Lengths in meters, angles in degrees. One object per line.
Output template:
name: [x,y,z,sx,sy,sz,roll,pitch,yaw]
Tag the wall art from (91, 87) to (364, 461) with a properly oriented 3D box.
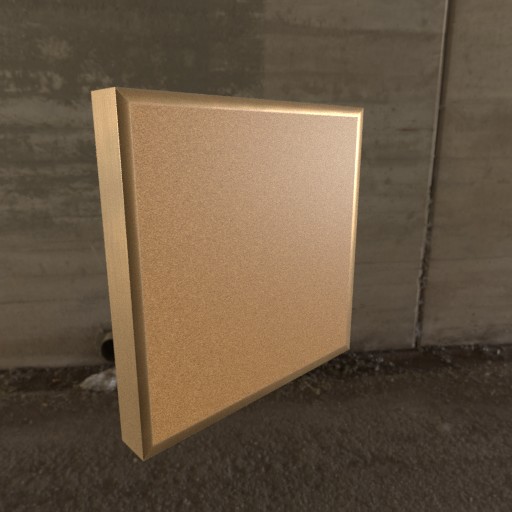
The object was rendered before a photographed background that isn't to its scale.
wall art: [0.000,0.000,0.458,0.305,0.303,0.038,-14,20,-42]
